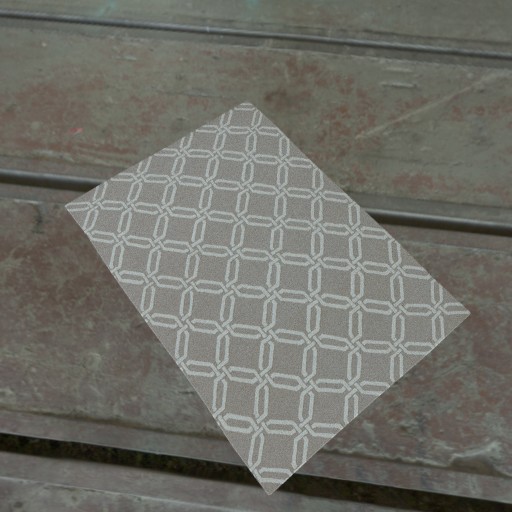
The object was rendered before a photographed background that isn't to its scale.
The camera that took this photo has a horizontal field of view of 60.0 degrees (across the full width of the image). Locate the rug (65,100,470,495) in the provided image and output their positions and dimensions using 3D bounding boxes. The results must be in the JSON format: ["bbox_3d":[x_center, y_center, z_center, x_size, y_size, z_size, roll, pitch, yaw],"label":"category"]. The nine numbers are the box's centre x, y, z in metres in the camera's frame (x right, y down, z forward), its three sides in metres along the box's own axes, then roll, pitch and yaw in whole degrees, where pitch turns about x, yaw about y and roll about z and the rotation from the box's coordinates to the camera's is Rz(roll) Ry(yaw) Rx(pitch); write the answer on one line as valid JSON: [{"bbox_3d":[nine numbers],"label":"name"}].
[{"bbox_3d":[0.000,0.000,2.733,1.524,0.013,2.135,-35,69,-16],"label":"rug"}]
